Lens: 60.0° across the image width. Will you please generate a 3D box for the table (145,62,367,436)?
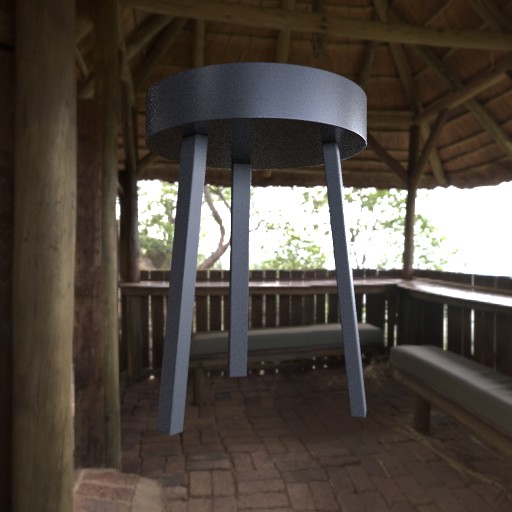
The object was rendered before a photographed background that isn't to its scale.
[{"bbox_3d":[0.000,0.000,0.841,0.406,0.559,0.406,0,1,0],"label":"table"}]
